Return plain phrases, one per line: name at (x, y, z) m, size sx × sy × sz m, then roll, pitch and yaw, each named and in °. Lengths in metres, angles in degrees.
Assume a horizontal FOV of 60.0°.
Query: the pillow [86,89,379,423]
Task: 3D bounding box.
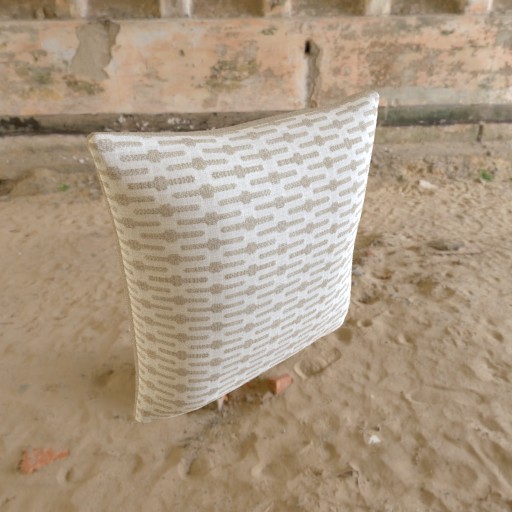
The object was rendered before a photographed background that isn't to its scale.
pillow at (0.000, 0.000, 0.753) m, size 0.496 × 0.491 × 0.219 m, roll -21°, pitch 36°, yaw -32°
